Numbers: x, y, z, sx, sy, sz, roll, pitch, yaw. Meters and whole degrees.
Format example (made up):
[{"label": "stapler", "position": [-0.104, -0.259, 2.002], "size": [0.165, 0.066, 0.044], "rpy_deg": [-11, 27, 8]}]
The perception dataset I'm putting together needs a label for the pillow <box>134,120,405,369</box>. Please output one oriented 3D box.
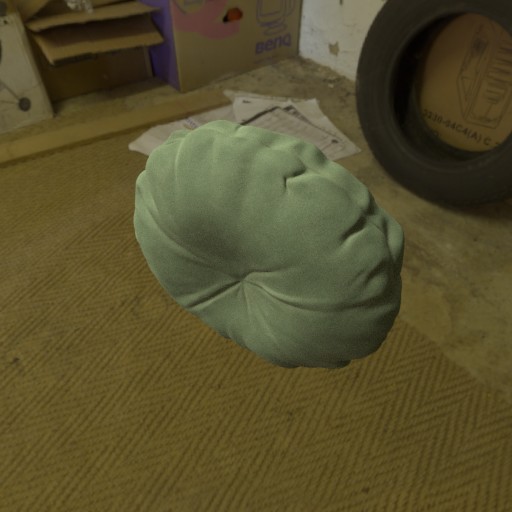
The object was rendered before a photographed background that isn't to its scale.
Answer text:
[{"label": "pillow", "position": [0.000, 0.000, 0.654], "size": [0.428, 0.407, 0.148], "rpy_deg": [22, 50, 20]}]
